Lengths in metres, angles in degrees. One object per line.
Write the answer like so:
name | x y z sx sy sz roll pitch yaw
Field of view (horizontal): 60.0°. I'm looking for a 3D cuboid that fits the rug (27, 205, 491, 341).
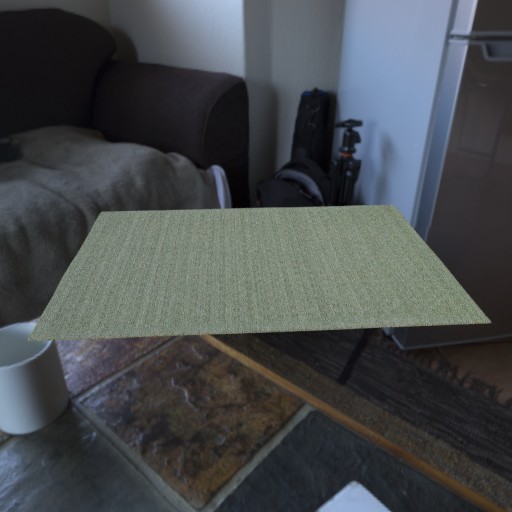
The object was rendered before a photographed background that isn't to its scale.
rug | 0.000 0.000 2.148 1.747 0.006 1.143 -2 30 -3
